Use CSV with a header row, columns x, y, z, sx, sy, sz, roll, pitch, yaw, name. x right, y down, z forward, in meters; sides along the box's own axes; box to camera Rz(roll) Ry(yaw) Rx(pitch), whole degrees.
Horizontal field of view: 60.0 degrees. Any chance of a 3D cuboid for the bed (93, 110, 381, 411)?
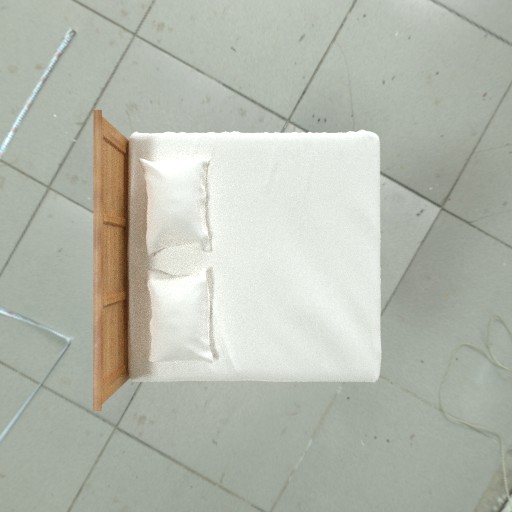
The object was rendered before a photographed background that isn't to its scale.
x,y,z,sx,sy,sz,roll,pitch,yaw,name
0.000,0.000,3.570,2.215,1.270,2.317,0,90,0,bed
